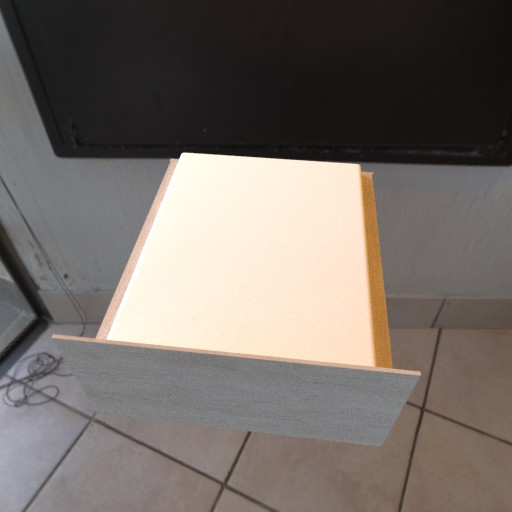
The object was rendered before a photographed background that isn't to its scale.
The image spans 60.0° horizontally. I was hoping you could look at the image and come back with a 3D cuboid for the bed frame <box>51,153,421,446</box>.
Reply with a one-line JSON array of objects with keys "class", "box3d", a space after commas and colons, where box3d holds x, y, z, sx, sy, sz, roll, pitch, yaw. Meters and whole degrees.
[{"class": "bed frame", "box3d": [0.000, 0.000, 2.883, 1.622, 0.800, 1.960, 5, 47, 4]}]
